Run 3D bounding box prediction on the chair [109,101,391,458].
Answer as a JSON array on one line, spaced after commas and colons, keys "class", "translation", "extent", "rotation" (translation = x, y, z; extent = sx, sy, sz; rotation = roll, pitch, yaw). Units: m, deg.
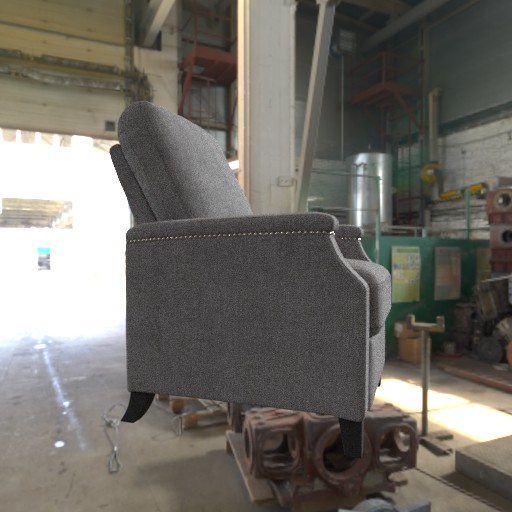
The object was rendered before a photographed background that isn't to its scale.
[{"class": "chair", "translation": [0.000, 0.000, 1.611], "extent": [0.922, 1.049, 0.710], "rotation": [0, 1, 20]}]
